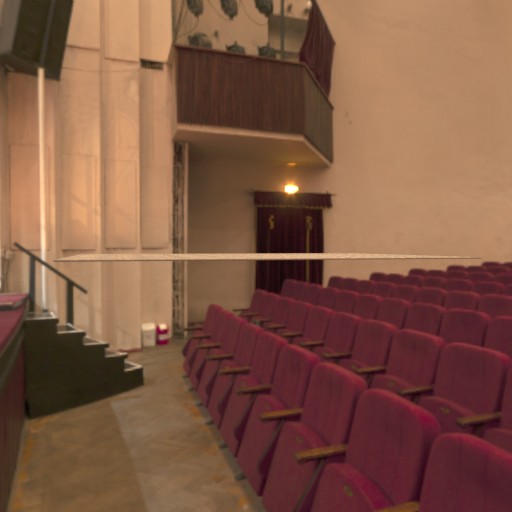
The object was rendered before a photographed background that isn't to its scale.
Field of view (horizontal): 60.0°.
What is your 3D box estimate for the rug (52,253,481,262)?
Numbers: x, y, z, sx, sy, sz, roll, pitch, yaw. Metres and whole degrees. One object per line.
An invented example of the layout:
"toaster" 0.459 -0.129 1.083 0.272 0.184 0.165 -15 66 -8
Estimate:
"rug" 0.000 0.000 2.252 1.749 0.015 1.141 0 1 -17
